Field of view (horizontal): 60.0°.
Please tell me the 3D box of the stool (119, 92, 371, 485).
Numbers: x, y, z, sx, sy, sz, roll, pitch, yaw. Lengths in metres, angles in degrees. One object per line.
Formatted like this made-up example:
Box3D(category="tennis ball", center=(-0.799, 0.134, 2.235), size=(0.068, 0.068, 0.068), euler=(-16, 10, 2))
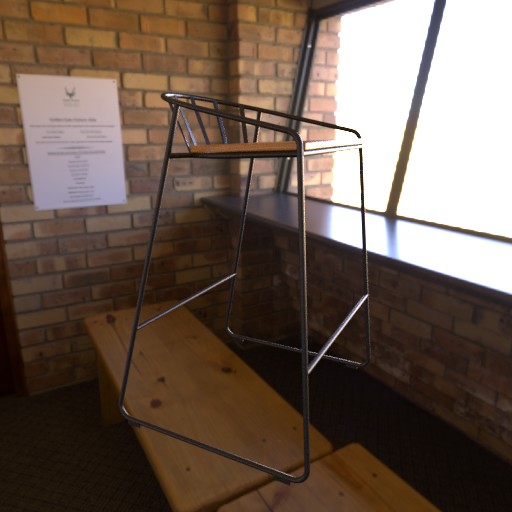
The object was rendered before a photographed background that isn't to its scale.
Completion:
Box3D(category="stool", center=(0.000, 0.000, 1.153), size=(0.521, 0.812, 0.546), euler=(8, 18, 26))
